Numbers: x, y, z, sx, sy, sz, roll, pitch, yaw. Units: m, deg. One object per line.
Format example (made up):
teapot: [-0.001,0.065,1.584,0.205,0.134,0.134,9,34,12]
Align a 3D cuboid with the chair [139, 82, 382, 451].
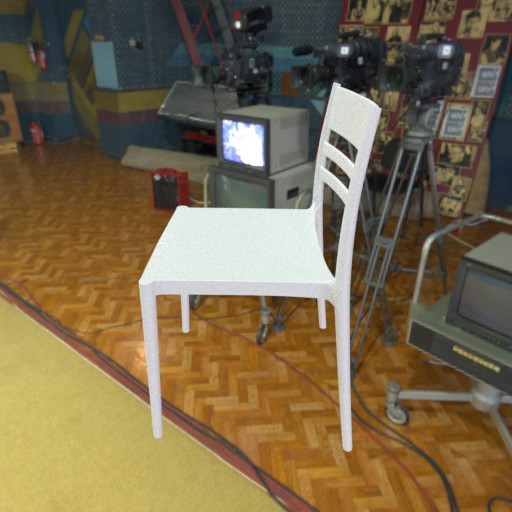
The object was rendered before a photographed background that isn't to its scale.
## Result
chair: [0.000,0.000,1.144,0.511,0.800,0.531,0,26,1]
